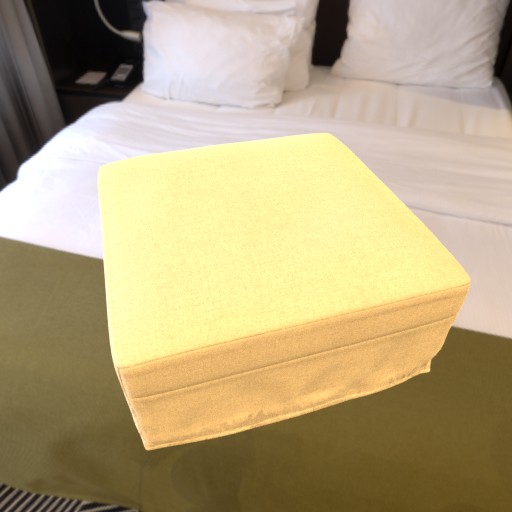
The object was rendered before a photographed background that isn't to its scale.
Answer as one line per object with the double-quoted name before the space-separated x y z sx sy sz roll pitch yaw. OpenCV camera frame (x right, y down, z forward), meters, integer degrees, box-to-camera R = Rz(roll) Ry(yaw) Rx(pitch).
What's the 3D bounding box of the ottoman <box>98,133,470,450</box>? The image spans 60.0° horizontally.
"ottoman" 0.000 0.000 1.336 0.840 0.436 0.843 -11 42 -13
